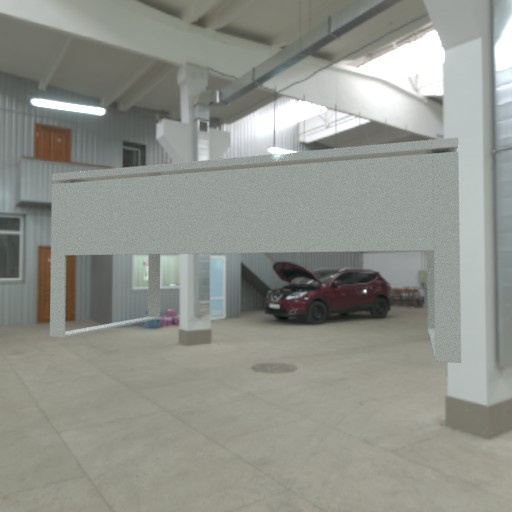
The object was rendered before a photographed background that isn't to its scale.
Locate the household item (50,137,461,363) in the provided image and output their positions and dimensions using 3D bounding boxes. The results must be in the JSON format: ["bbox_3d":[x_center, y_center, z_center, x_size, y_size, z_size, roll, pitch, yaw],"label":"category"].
[{"bbox_3d":[0.000,0.000,2.113,1.700,0.745,0.800,-1,-2,20],"label":"household item"}]
